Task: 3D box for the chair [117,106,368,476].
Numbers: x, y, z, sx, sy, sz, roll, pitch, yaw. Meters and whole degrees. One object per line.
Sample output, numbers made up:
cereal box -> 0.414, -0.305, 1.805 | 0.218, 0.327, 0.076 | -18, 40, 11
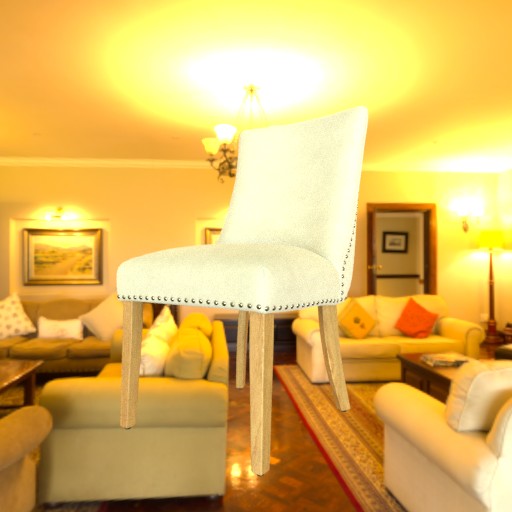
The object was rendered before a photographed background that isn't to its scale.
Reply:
chair -> 0.000, 0.000, 1.259 | 0.495, 0.902, 0.610 | 0, 0, 36
